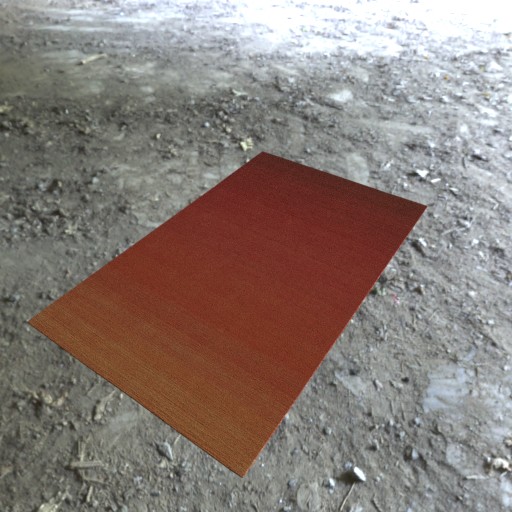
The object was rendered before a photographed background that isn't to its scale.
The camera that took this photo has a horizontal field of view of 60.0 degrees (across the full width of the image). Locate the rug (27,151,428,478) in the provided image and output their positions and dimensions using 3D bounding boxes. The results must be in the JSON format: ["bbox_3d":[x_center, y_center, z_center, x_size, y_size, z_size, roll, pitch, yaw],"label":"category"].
[{"bbox_3d":[0.000,0.000,2.978,1.531,0.010,2.442,24,47,25],"label":"rug"}]
